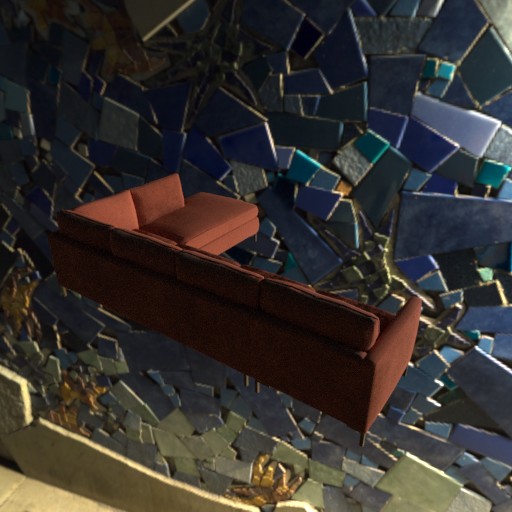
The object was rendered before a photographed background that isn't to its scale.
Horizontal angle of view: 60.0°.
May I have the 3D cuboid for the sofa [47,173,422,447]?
[{"bbox_3d":[0.000,0.000,3.530,2.736,0.757,1.879,17,31,31],"label":"sofa"}]
